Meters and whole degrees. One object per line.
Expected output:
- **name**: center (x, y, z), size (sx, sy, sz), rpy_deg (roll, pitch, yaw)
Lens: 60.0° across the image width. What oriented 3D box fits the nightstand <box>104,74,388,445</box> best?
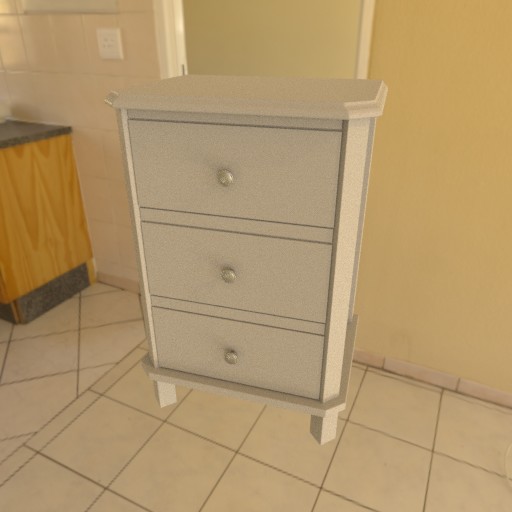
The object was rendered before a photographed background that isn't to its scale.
- **nightstand**: center (0.000, 0.000, 0.944), size (0.450, 0.680, 0.350), rpy_deg (8, 28, 14)
